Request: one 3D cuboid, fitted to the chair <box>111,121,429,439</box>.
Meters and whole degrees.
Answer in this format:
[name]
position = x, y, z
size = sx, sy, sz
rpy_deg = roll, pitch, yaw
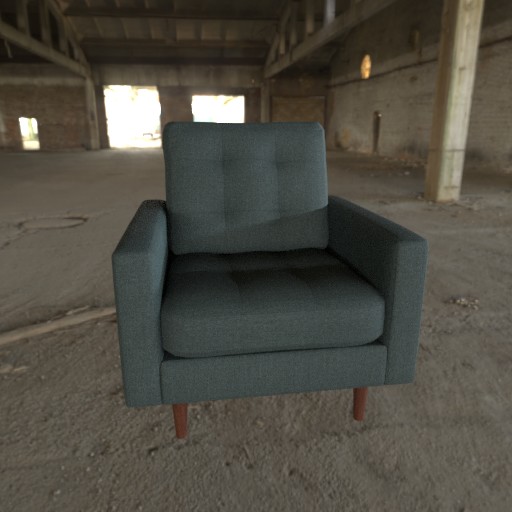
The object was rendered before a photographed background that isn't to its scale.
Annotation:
[chair]
position = 0.000, 0.000, 1.510
size = 0.821, 0.880, 0.843
rpy_deg = -2, 17, -8
